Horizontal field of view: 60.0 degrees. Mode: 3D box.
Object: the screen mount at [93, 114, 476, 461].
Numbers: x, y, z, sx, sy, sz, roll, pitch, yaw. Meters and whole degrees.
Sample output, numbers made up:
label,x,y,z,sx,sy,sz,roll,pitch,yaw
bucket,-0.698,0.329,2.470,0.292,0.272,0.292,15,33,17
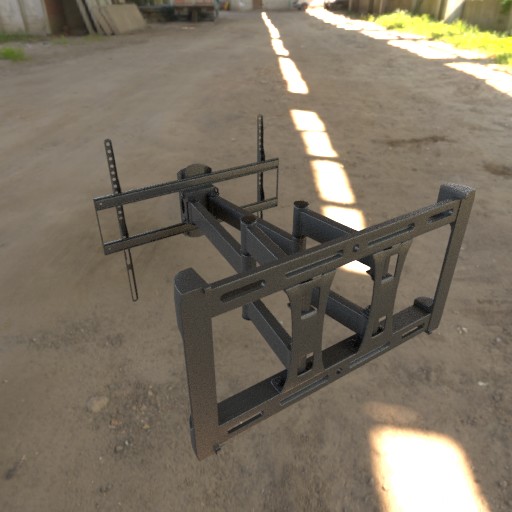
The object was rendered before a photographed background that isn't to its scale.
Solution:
label,x,y,z,sx,sy,sz,roll,pitch,yaw
screen mount,0.000,0.000,0.932,0.571,0.424,0.556,-19,36,-28
